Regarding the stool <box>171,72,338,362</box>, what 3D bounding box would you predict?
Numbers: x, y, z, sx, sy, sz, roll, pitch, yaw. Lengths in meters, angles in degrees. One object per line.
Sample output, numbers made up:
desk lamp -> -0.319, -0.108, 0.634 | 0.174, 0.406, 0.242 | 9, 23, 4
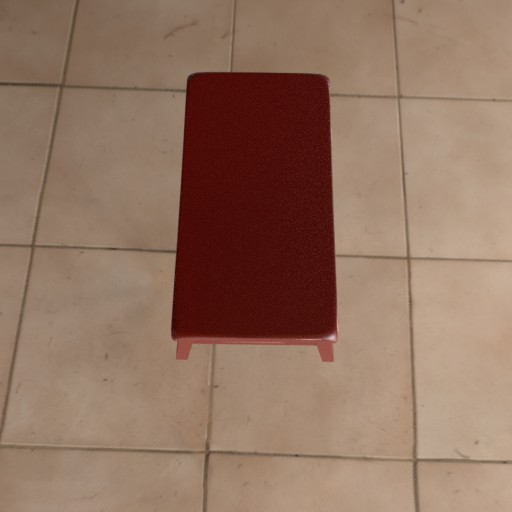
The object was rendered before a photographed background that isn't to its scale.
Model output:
stool -> 0.000, 0.000, 1.042 | 0.476, 0.737, 0.457 | 1, 75, 0
